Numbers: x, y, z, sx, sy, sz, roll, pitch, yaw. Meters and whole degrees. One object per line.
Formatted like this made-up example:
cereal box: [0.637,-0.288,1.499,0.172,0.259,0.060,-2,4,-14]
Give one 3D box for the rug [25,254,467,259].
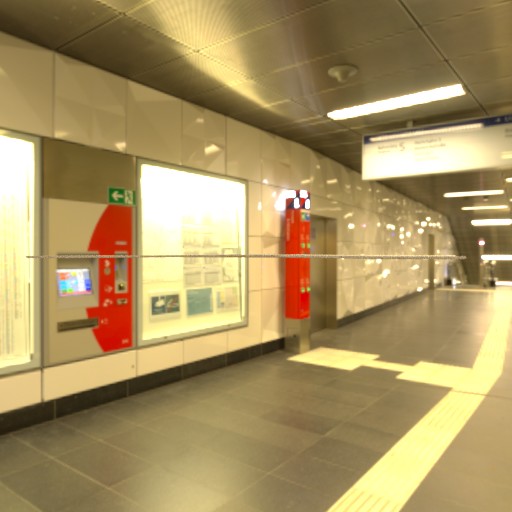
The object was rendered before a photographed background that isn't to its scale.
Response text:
rug: [0.000,0.000,2.286,1.820,0.022,1.179,0,0,18]
